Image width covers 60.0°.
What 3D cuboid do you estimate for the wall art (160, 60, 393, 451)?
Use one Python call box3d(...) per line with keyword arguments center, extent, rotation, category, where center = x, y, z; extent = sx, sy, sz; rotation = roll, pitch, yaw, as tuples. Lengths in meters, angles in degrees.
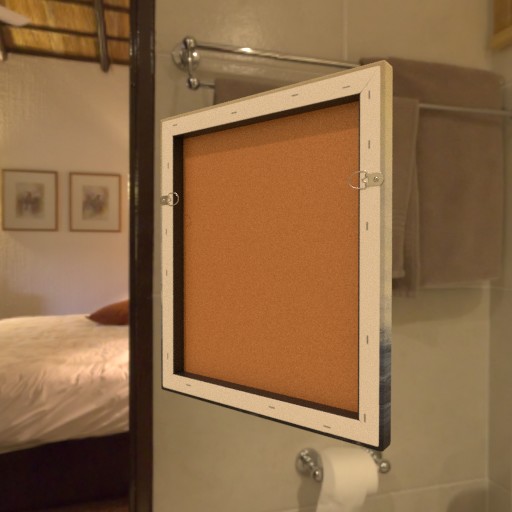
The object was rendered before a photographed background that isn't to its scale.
box3d(center=(0.000, 0.000, 0.995), extent=(0.608, 0.710, 0.041), rotation=(1, 1, 37), category="wall art")
